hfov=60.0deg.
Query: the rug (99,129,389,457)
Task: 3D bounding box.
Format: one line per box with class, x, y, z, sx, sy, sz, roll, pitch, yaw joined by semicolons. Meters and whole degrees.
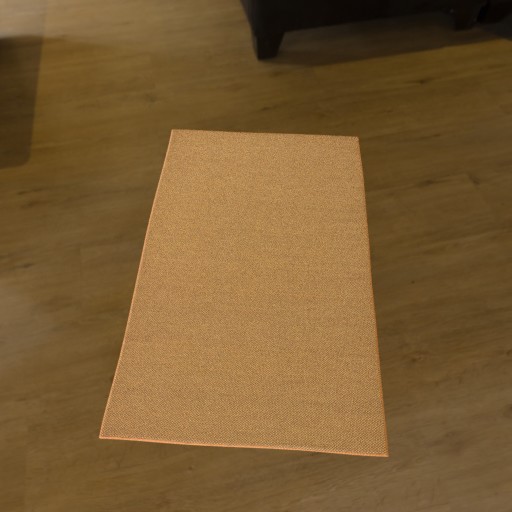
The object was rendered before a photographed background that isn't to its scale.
rug;0.000;0.000;2.078;1.078;0.013;1.678;3;57;2
